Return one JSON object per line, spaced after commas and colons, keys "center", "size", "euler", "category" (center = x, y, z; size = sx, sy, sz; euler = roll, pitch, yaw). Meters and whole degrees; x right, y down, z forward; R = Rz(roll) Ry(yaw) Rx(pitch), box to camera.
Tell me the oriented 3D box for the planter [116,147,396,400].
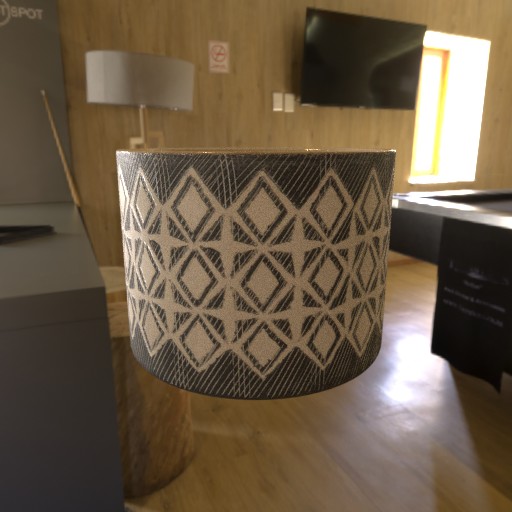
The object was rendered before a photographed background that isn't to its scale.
{"center": [0.000, 0.000, 0.222], "size": [0.126, 0.104, 0.126], "euler": [0, 14, 0], "category": "planter"}
